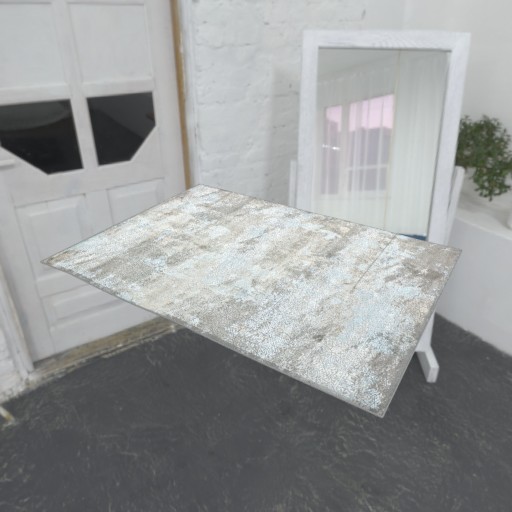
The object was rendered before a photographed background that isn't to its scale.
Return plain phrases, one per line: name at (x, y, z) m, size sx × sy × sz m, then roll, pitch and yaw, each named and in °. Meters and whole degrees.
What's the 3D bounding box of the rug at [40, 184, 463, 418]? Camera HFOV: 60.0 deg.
rug at (0.000, 0.000, 4.259) m, size 3.307 × 0.013 × 2.393 m, roll 18°, pitch 35°, yaw 28°
